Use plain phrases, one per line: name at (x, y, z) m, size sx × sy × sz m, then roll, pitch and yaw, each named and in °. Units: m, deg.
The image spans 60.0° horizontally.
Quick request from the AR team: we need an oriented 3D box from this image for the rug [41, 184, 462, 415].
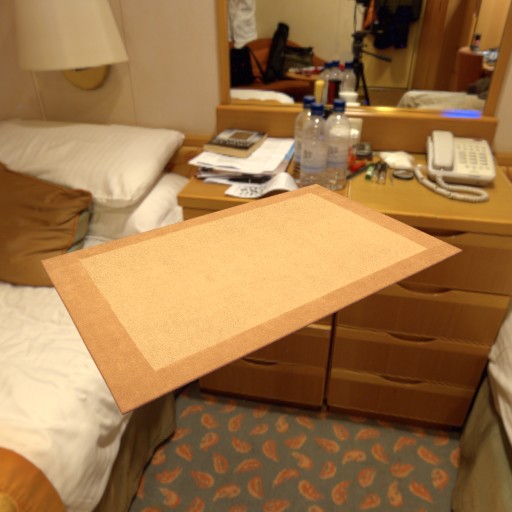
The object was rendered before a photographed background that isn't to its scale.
rug at (0.000, 0.000, 3.011) m, size 2.438 × 0.014 × 1.524 m, roll -20°, pitch 36°, yaw -29°
